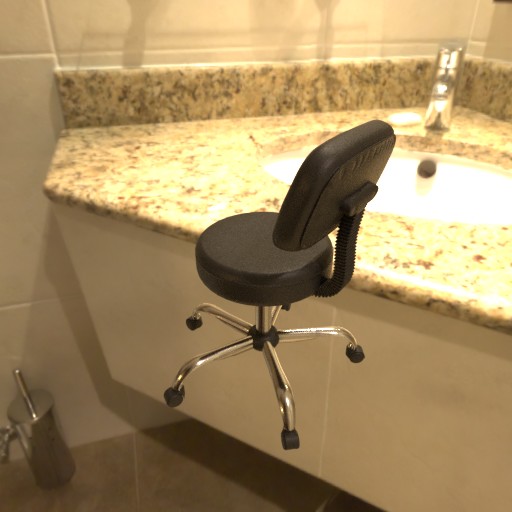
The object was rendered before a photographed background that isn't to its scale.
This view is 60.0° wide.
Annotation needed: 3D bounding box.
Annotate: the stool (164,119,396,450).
[{"bbox_3d":[0.000,0.000,1.343,0.648,0.862,0.673,21,37,31],"label":"stool"}]
